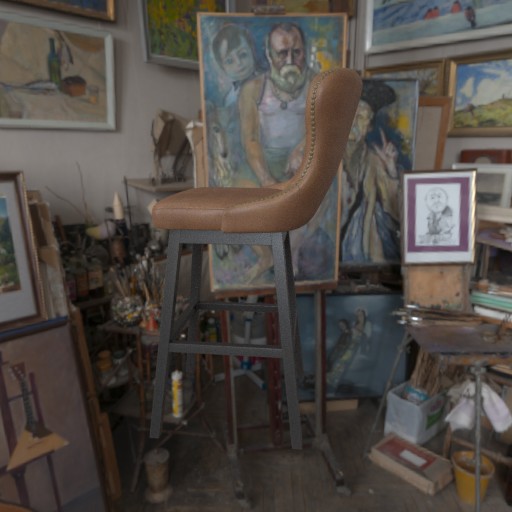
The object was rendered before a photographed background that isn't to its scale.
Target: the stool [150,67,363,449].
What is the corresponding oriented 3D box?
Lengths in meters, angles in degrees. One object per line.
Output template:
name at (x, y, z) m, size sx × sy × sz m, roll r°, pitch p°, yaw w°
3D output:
stool at (0.000, 0.000, 1.403) m, size 0.601 × 1.050 × 0.528 m, roll 2°, pitch 14°, yaw 7°
